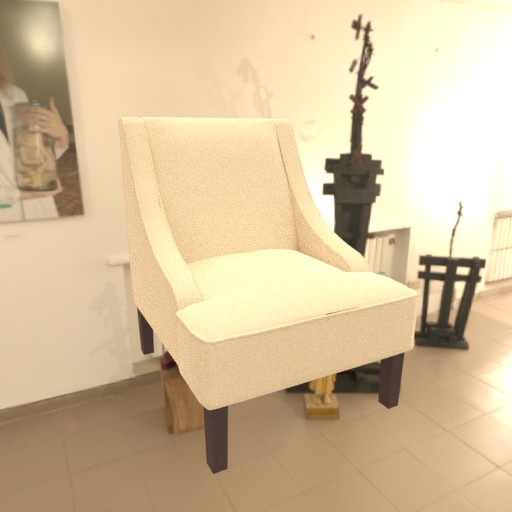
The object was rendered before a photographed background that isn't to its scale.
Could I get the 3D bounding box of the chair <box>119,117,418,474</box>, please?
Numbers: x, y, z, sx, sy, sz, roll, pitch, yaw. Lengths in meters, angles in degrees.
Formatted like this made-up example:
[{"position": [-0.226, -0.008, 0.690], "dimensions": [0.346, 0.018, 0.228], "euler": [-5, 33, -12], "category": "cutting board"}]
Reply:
[{"position": [0.000, 0.000, 1.462], "dimensions": [0.689, 0.886, 0.806], "euler": [-8, 18, -27], "category": "chair"}]
